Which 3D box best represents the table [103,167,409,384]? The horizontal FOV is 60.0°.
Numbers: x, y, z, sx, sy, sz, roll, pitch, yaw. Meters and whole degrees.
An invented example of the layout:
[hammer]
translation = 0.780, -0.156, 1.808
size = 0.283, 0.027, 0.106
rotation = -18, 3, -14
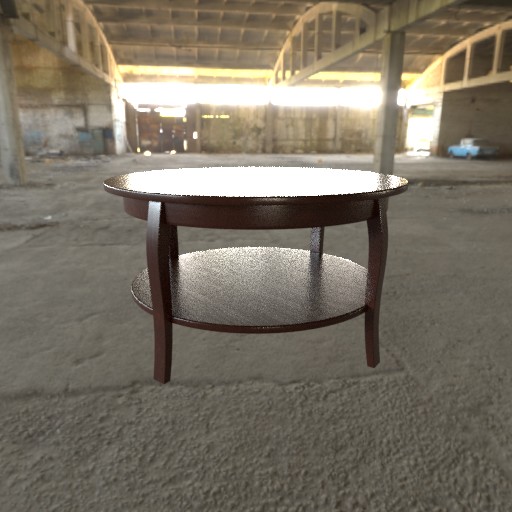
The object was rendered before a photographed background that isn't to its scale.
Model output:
[table]
translation = 0.000, 0.000, 1.459
size = 0.911, 0.512, 0.911
rotation = 0, 15, 0
